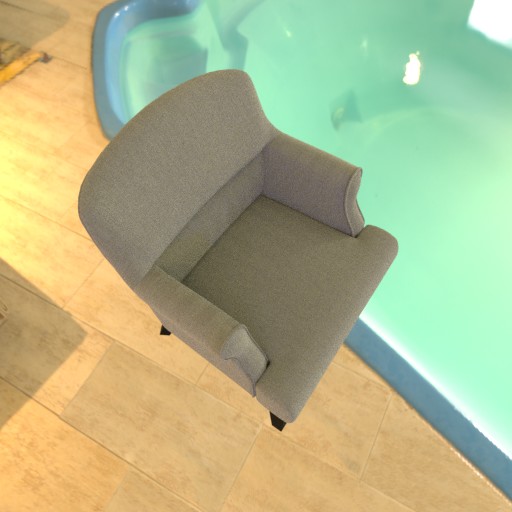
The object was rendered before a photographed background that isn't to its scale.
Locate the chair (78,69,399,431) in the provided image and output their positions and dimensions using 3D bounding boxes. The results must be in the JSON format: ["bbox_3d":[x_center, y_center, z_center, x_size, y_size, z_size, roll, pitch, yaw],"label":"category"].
[{"bbox_3d":[0.000,0.000,1.466,0.755,0.880,0.772,30,62,18],"label":"chair"}]
